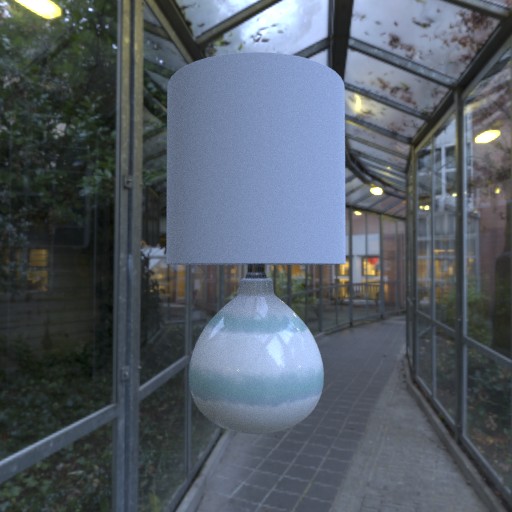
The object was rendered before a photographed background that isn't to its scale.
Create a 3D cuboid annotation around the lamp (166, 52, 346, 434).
[{"bbox_3d":[0.000,0.000,0.547,0.217,0.404,0.217,-1,-2,36],"label":"lamp"}]
